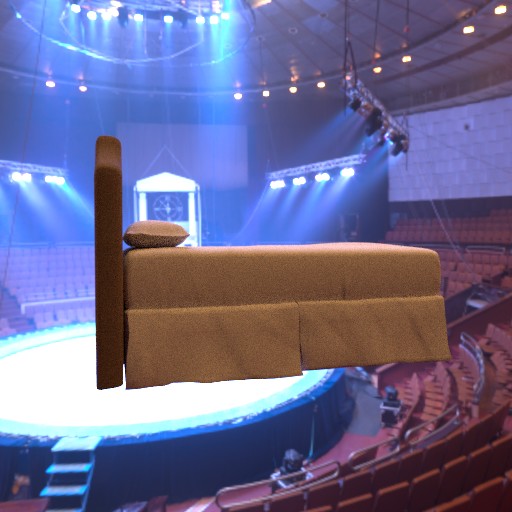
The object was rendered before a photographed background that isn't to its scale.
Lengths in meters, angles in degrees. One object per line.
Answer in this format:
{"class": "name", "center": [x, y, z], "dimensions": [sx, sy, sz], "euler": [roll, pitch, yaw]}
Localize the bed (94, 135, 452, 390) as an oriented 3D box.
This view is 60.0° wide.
{"class": "bed", "center": [0.000, 0.000, 3.188], "dimensions": [2.116, 1.290, 1.693], "euler": [0, 2, -18]}
